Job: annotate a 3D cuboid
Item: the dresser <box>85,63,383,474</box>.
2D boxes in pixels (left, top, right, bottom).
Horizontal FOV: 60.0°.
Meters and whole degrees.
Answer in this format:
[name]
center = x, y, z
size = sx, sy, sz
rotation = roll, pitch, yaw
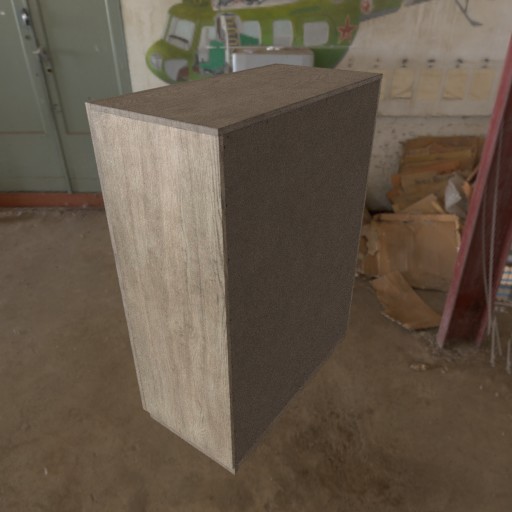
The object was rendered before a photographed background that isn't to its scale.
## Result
[dresser]
center = 0.000, 0.000, 1.780
size = 0.483, 1.295, 0.967
rotation = 20, 36, 30
